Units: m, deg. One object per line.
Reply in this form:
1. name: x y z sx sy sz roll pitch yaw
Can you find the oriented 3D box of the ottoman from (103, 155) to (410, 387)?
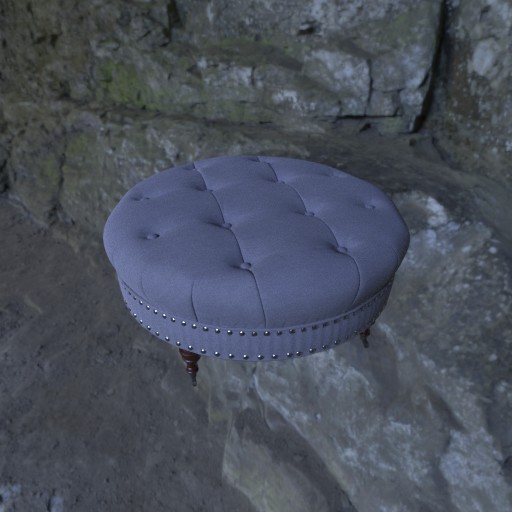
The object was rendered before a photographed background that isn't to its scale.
1. ottoman: 0.000 0.000 1.416 0.901 0.439 0.901 0 31 0
